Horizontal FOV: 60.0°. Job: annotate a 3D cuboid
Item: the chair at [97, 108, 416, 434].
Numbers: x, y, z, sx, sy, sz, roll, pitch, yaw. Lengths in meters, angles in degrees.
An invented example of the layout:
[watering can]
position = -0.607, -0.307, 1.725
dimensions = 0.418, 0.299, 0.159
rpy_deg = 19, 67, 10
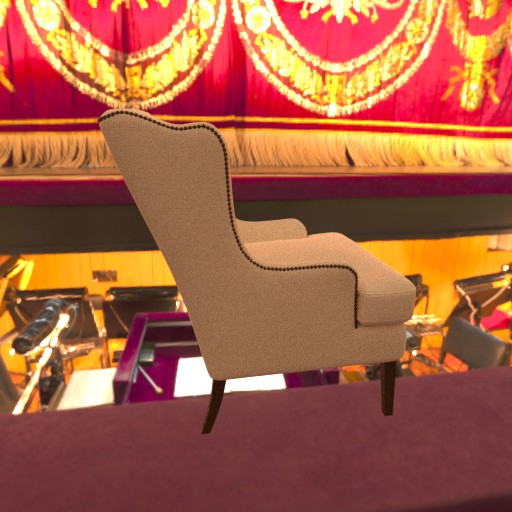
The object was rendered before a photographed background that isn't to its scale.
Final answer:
[chair]
position = 0.000, 0.000, 1.650
dimensions = 0.940, 1.029, 0.737
rpy_deg = -2, 16, -8
